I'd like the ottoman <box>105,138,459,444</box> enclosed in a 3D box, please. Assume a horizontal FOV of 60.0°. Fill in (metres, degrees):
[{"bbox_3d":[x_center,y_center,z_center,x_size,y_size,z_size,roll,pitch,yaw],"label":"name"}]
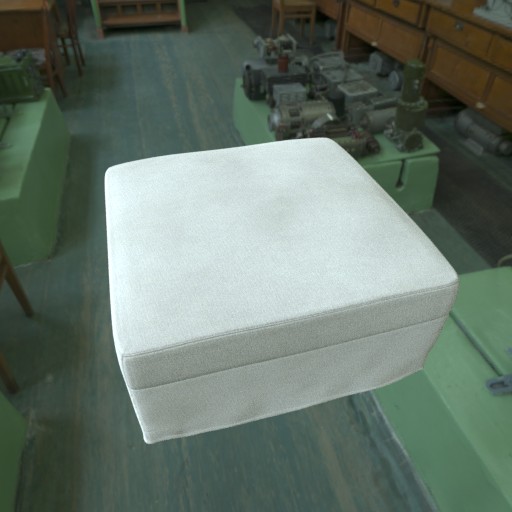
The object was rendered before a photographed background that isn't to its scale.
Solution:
[{"bbox_3d":[0.000,0.000,1.381,0.842,0.441,0.843,-11,42,-12],"label":"ottoman"}]
